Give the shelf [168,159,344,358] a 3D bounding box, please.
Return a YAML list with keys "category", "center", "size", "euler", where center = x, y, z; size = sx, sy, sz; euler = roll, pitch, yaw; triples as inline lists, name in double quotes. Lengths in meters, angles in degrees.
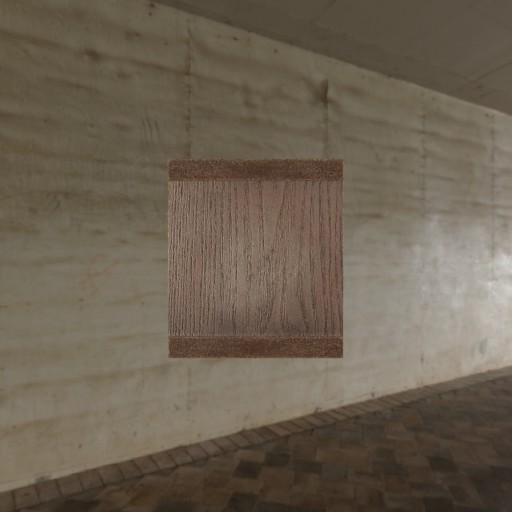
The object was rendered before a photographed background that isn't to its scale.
- category: "shelf"
  center: [0.000, 0.000, 0.683]
  size: [0.150, 0.170, 0.610]
  euler: [0, 0, 0]
